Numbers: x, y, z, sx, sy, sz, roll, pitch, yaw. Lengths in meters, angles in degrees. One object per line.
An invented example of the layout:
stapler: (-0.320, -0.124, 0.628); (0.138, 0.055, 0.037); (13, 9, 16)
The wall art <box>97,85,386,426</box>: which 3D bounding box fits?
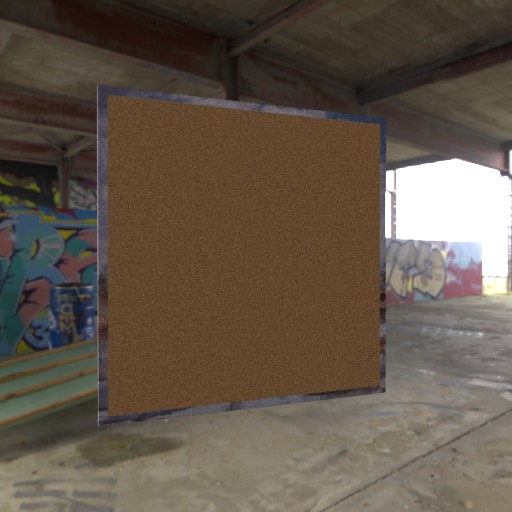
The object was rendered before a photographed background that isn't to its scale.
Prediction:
wall art: (0.000, 0.000, 1.321); (0.888, 0.897, 0.035); (0, 0, -19)
